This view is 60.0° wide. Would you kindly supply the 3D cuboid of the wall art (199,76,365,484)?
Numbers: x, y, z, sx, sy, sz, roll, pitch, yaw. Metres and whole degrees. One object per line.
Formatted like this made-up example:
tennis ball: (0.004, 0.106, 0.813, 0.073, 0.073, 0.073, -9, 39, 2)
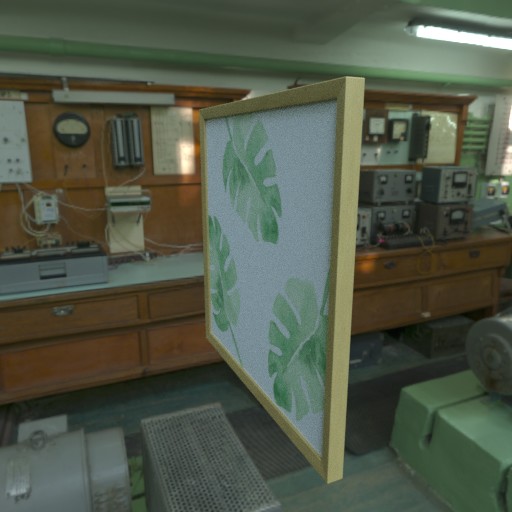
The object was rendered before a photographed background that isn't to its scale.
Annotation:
wall art: (0.000, 0.000, 1.136, 0.037, 0.763, 0.763, -6, 15, -24)
